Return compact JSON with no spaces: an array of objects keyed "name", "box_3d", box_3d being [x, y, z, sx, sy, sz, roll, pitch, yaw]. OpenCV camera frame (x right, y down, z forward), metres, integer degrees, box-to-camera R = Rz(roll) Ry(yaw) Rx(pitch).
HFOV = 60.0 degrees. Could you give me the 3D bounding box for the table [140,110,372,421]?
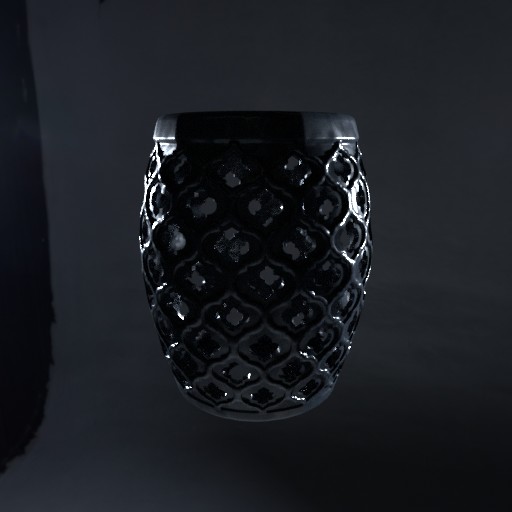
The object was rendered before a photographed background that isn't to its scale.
[{"name":"table","box_3d":[0.000,0.000,0.644,0.325,0.388,0.325,0,15,0]}]
